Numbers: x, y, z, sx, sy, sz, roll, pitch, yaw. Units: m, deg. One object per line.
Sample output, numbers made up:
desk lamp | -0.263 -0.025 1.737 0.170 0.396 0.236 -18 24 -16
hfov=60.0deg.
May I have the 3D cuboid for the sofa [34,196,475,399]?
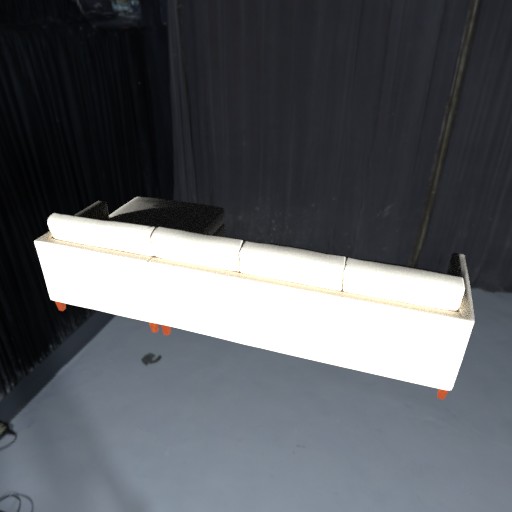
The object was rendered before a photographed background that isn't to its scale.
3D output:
sofa | 0.000 0.000 4.049 3.471 0.954 1.603 10 32 16
